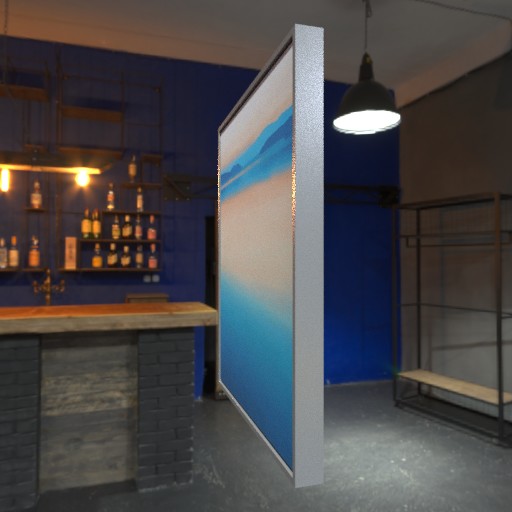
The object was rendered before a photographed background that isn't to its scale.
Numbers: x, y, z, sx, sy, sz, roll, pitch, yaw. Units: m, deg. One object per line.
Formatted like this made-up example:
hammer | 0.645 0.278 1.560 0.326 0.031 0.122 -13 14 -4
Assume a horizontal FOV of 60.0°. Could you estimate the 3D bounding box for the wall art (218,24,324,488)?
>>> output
wall art | 0.000 0.000 0.751 0.037 0.554 0.453 0 0 -17
